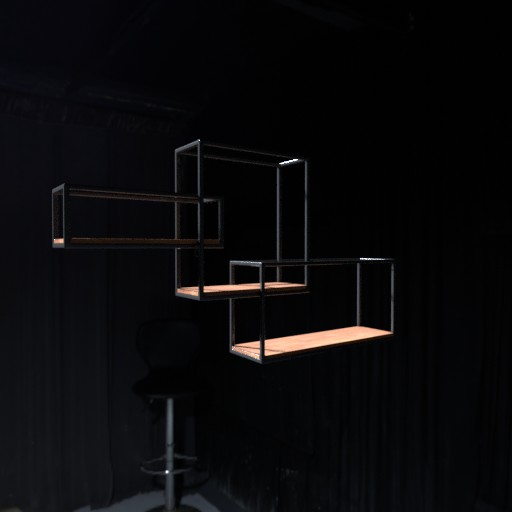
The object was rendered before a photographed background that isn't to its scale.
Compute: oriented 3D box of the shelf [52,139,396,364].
[{"bbox_3d":[0.000,0.000,2.143,1.781,0.972,0.275,-1,1,-35],"label":"shelf"}]
